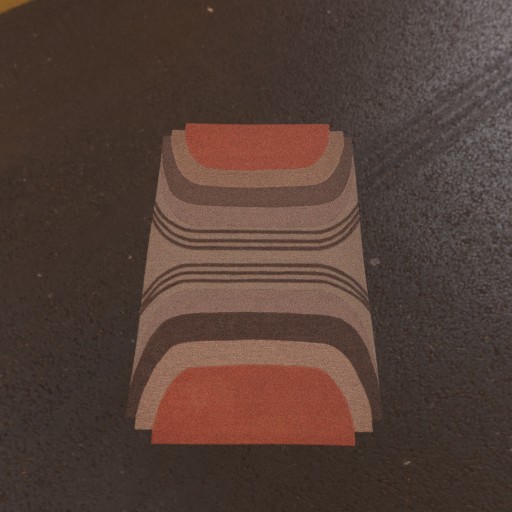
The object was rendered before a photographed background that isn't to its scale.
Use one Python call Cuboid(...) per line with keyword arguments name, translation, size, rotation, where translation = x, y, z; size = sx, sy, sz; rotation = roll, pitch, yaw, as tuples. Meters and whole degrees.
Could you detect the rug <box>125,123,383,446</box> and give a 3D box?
Cuboid(name="rug", translation=(0.000, 0.000, 3.113), size=(1.530, 0.017, 2.446), rotation=(1, 63, 0))
